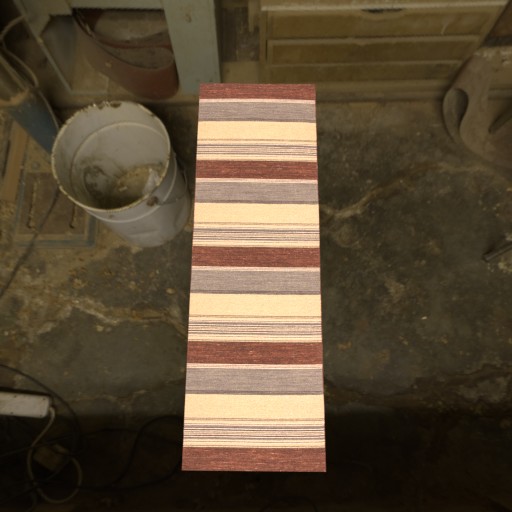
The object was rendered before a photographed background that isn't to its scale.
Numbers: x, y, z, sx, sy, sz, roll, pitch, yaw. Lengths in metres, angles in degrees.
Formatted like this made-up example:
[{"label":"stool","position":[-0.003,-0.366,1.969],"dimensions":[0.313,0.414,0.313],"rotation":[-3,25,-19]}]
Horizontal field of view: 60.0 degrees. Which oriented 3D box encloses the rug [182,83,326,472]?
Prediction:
[{"label":"rug","position":[0.000,0.000,2.739],"dimensions":[0.792,0.006,2.437],"rotation":[1,76,0]}]
